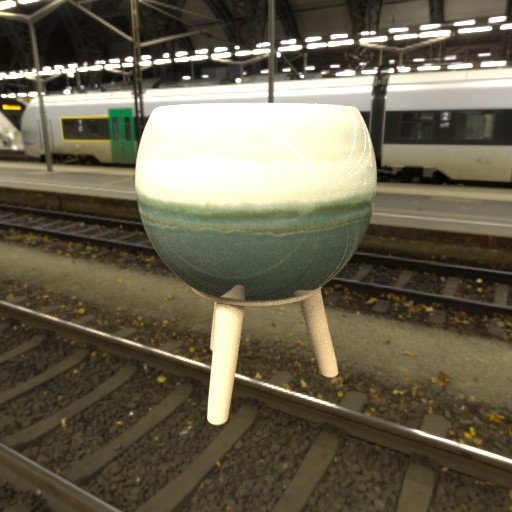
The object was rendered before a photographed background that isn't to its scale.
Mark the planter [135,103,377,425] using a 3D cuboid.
[{"bbox_3d":[0.000,0.000,0.440,0.222,0.278,0.222,0,16,0],"label":"planter"}]
